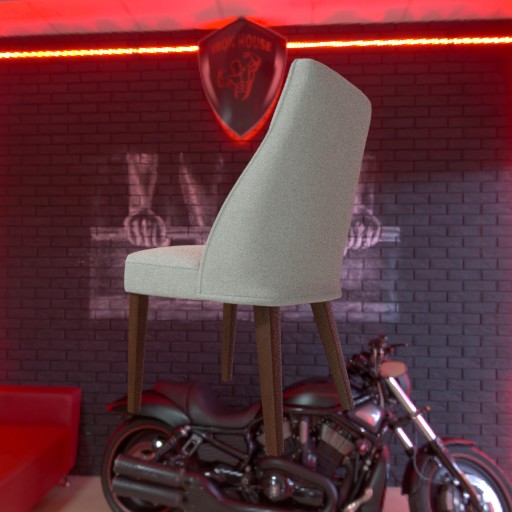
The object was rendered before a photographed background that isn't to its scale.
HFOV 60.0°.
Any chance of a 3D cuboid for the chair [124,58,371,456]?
[{"bbox_3d":[0.000,0.000,1.320,0.620,0.930,0.500,0,-1,37],"label":"chair"}]
